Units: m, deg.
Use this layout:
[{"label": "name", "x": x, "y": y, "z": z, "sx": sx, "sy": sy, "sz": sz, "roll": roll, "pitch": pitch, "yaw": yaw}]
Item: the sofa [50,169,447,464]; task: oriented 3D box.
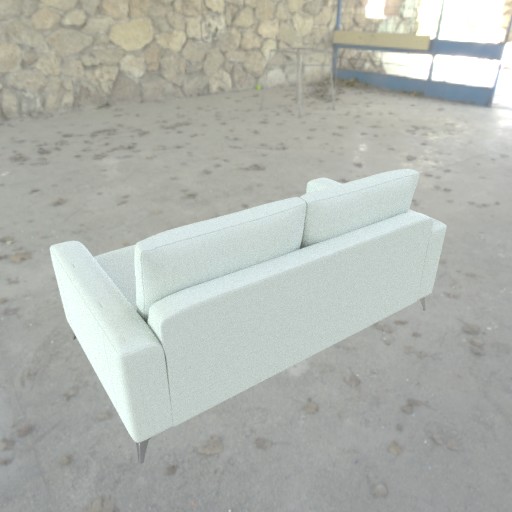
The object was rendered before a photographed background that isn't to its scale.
[{"label": "sofa", "x": 0.000, "y": 0.000, "z": 2.116, "sx": 1.650, "sy": 0.790, "sz": 0.920, "roll": -19, "pitch": 34, "yaw": -30}]
